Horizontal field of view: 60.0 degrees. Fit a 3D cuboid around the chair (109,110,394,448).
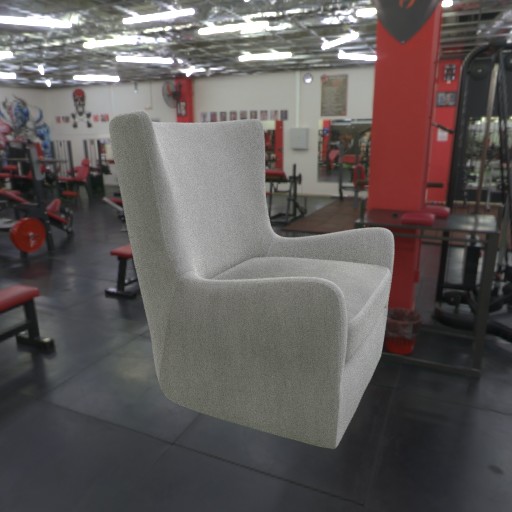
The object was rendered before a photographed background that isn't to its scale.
[{"bbox_3d":[0.000,0.000,1.640,0.904,1.000,0.779,8,17,26],"label":"chair"}]
